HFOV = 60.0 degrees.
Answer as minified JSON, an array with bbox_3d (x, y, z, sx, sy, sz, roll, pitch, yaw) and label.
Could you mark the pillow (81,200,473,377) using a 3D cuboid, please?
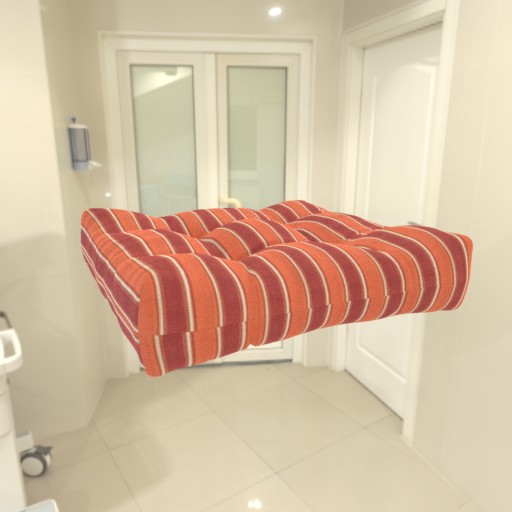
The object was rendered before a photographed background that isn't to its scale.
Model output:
[{"bbox_3d":[0.000,0.000,0.721,0.490,0.133,0.468,-8,17,-26],"label":"pillow"}]
